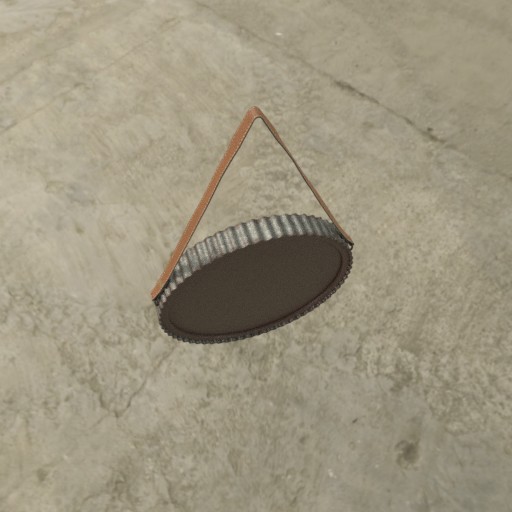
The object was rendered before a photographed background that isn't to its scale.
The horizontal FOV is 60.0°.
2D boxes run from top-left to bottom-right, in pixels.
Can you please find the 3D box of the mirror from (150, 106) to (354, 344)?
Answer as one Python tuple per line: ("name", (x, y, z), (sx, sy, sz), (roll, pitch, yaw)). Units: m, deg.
("mirror", (0.000, 0.000, 0.701), (0.355, 0.568, 0.042), (-16, 59, -10))
